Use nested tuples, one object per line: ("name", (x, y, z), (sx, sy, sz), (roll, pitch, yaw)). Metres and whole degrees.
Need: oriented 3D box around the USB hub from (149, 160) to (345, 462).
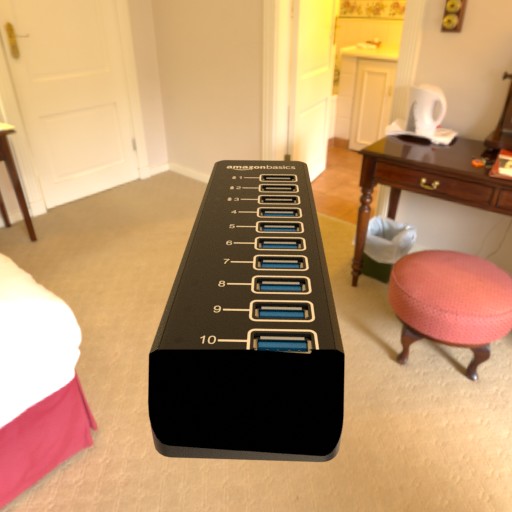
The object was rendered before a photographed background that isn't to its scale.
("USB hub", (0.000, 0.000, 0.158), (0.044, 0.023, 0.145), (1, 31, 2))
